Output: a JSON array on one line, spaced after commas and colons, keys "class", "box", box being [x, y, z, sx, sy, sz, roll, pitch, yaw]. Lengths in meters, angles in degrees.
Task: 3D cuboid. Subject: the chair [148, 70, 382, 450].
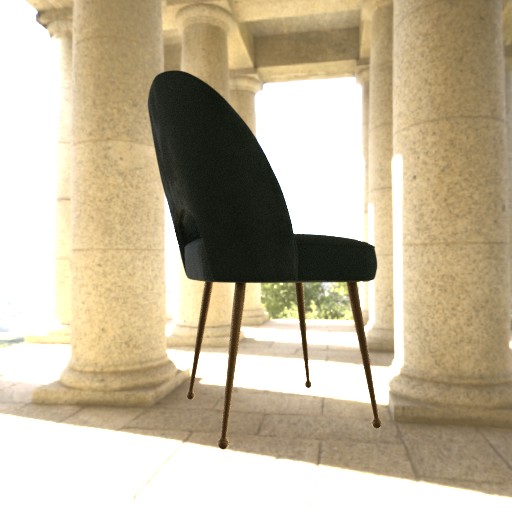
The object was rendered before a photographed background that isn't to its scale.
[{"class": "chair", "box": [0.000, 0.000, 1.218, 0.577, 0.860, 0.527, 1, -2, -19]}]
